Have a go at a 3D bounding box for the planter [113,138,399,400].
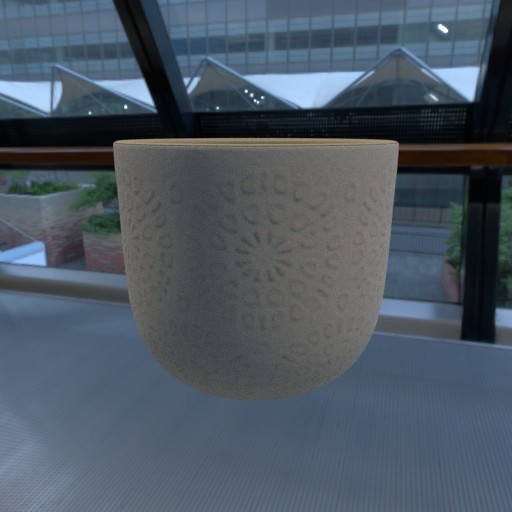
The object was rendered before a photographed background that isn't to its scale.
[{"bbox_3d":[0.000,0.000,0.216,0.124,0.109,0.124,0,16,0],"label":"planter"}]
